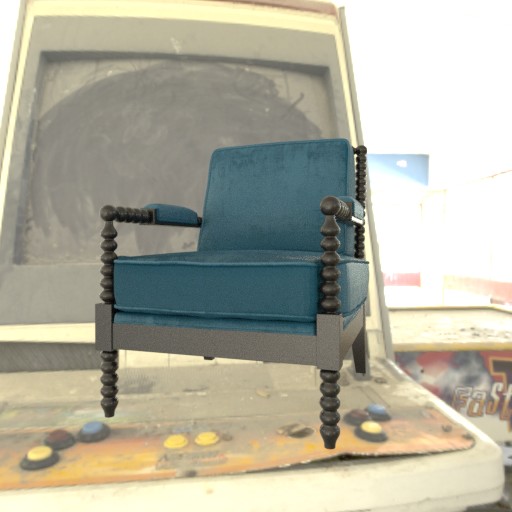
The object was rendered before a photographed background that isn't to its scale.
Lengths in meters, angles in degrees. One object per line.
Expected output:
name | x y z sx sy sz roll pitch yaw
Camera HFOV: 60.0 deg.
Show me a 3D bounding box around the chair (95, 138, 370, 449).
chair | 0.000 0.000 1.431 0.688 0.857 0.805 0 1 19
